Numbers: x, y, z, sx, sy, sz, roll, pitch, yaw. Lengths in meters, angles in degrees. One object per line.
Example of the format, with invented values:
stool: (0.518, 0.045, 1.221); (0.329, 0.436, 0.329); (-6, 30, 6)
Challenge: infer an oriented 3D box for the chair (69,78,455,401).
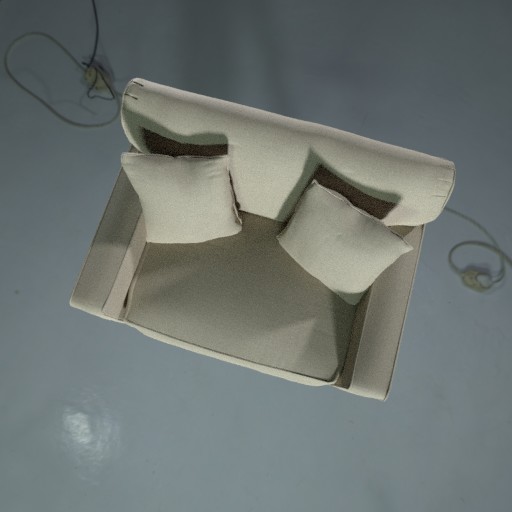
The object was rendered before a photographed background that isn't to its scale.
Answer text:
chair: (0.000, 0.000, 2.068); (1.383, 0.948, 1.000); (16, 77, 4)
